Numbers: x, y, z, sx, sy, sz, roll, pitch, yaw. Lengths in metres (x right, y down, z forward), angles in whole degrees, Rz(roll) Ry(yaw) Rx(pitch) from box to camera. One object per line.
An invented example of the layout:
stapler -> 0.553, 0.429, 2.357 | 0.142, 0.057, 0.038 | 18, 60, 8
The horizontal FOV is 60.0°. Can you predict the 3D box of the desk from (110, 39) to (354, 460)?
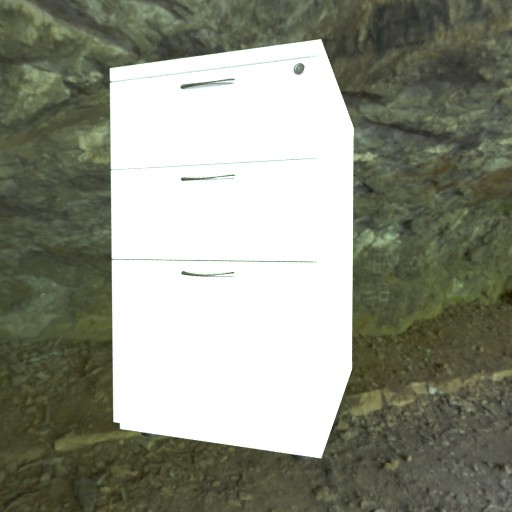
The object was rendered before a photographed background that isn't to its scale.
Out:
desk -> 0.000, 0.000, 1.071 | 0.404, 0.730, 0.600 | 1, 2, 17
